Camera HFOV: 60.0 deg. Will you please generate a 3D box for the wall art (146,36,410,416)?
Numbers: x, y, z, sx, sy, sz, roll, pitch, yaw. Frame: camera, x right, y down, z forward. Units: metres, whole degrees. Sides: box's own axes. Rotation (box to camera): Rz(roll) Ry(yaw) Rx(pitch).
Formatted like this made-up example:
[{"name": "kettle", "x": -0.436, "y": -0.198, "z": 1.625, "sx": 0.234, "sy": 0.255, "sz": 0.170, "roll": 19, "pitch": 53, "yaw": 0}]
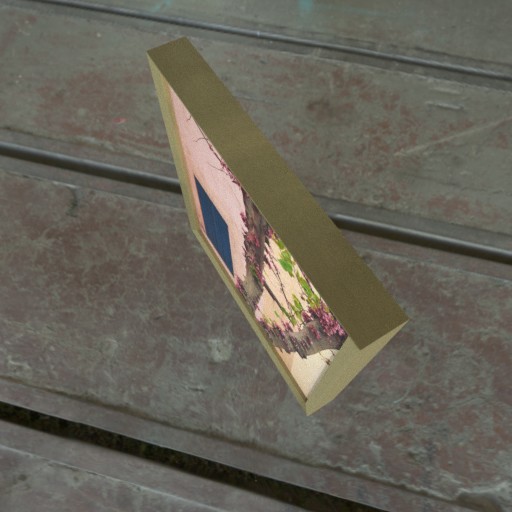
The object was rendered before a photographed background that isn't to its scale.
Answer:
[{"name": "wall art", "x": 0.000, "y": 0.000, "z": 0.463, "sx": 0.038, "sy": 0.305, "sz": 0.304, "roll": -28, "pitch": 67, "yaw": -13}]
